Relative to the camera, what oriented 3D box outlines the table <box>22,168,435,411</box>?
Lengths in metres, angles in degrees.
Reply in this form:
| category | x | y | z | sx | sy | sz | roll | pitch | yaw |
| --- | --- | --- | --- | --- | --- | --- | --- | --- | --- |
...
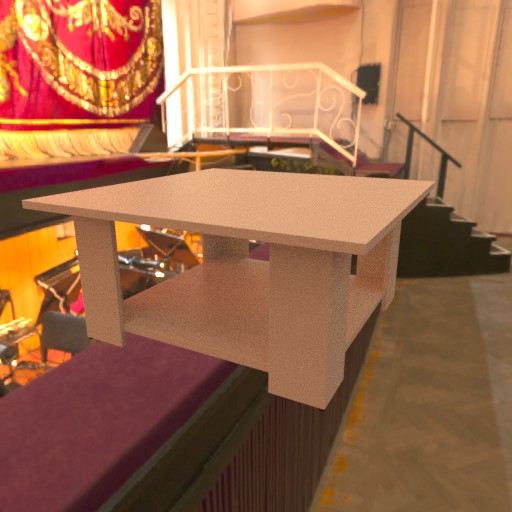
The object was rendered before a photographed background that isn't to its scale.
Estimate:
| category | x | y | z | sx | sy | sz | roll | pitch | yaw |
| --- | --- | --- | --- | --- | --- | --- | --- | --- | --- |
| table | 0.000 | 0.000 | 1.034 | 0.670 | 0.305 | 0.670 | 9 | 19 | 27 |
